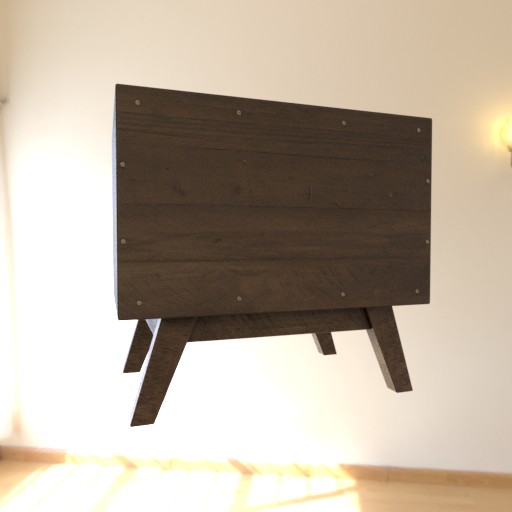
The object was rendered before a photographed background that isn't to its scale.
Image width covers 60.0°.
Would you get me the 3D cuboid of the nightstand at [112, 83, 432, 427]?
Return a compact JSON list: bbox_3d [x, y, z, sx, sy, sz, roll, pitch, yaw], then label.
[{"bbox_3d":[0.000,0.000,1.069,0.650,0.599,0.450,-1,2,-19],"label":"nightstand"}]
